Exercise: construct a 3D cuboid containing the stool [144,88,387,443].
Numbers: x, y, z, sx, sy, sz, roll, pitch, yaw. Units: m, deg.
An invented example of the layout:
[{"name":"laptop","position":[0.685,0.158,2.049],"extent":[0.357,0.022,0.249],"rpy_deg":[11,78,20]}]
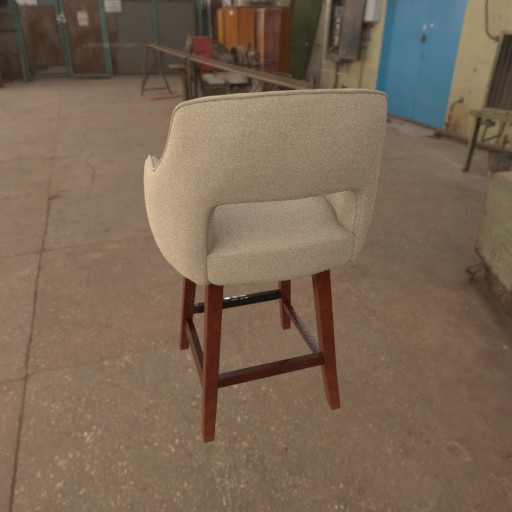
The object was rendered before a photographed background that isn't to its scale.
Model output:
[{"name":"stool","position":[0.000,0.000,1.232],"extent":[0.550,0.936,0.560],"rpy_deg":[-8,29,-15]}]
